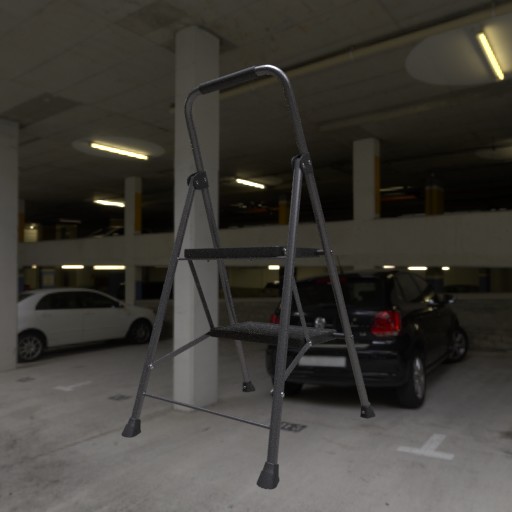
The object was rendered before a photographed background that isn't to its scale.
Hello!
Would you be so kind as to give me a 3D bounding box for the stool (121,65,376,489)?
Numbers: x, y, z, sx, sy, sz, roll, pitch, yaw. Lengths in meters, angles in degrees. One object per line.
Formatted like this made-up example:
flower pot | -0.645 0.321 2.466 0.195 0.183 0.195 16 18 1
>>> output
stool | 0.000 0.000 1.156 0.450 0.872 0.514 -1 -1 37
